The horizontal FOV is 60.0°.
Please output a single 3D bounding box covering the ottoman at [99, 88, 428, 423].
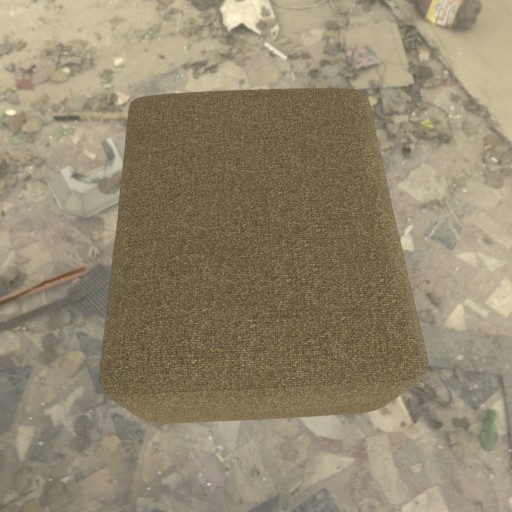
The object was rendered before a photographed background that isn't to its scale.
[{"bbox_3d":[0.000,0.000,1.090,0.598,0.476,0.742,-2,63,-1],"label":"ottoman"}]
